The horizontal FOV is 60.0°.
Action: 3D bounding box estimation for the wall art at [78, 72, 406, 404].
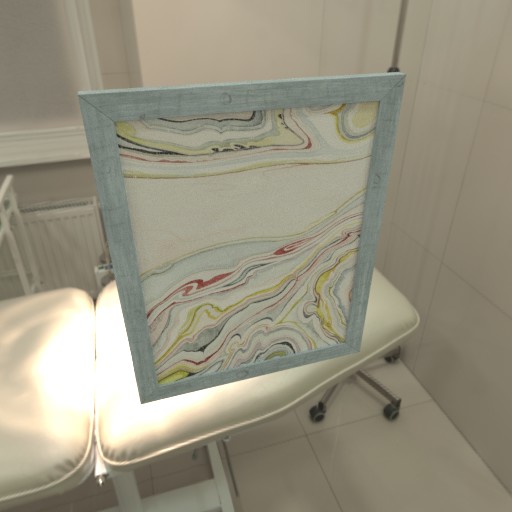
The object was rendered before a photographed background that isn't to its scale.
[{"bbox_3d":[0.000,0.000,0.783,0.479,0.582,0.022,-9,33,-15],"label":"wall art"}]
